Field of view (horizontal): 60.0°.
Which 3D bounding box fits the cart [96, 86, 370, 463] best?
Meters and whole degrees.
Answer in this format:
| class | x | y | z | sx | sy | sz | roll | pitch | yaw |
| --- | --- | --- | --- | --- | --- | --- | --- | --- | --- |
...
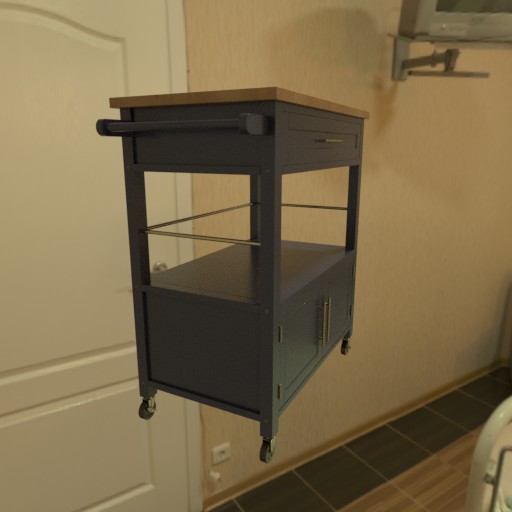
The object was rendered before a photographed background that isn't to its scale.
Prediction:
| class | x | y | z | sx | sy | sz | roll | pitch | yaw |
| --- | --- | --- | --- | --- | --- | --- | --- | --- | --- |
| cart | 0.000 | 0.000 | 1.392 | 0.459 | 0.901 | 0.840 | 7 | 16 | 27 |
